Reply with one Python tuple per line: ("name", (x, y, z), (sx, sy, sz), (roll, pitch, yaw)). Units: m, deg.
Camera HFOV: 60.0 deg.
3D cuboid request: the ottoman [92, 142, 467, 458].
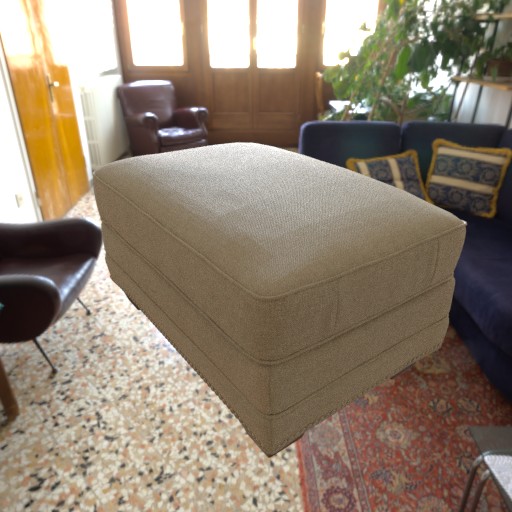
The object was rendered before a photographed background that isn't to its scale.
("ottoman", (0.000, 0.000, 1.126), (0.559, 0.458, 0.813), (-18, 32, -32))
